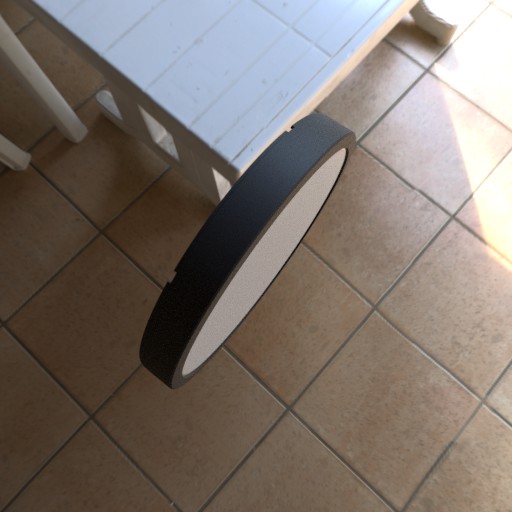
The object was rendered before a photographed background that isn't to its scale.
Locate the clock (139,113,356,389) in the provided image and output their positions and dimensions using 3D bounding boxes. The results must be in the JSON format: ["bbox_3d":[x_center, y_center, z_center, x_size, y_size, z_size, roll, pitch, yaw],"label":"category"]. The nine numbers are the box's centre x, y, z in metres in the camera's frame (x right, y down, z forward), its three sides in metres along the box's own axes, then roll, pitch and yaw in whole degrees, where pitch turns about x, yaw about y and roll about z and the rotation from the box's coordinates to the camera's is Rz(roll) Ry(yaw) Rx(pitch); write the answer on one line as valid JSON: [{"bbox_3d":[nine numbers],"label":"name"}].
[{"bbox_3d":[0.000,0.000,0.439,0.040,0.293,0.293,36,78,9],"label":"clock"}]
